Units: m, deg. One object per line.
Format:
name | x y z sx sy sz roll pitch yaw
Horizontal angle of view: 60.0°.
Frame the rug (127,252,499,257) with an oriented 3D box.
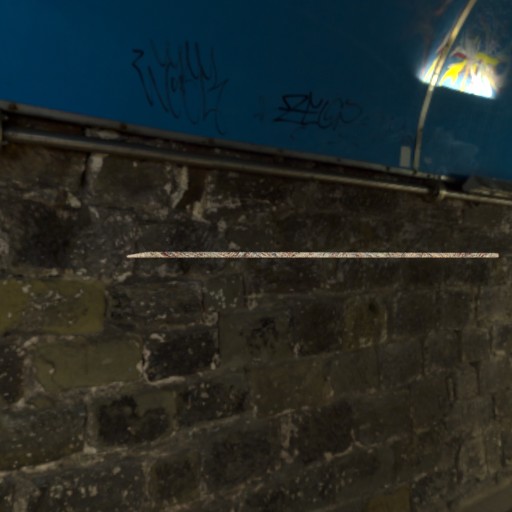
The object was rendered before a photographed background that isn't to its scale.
rug | 0.000 0.000 2.125 1.143 0.014 1.761 0 0 -18
